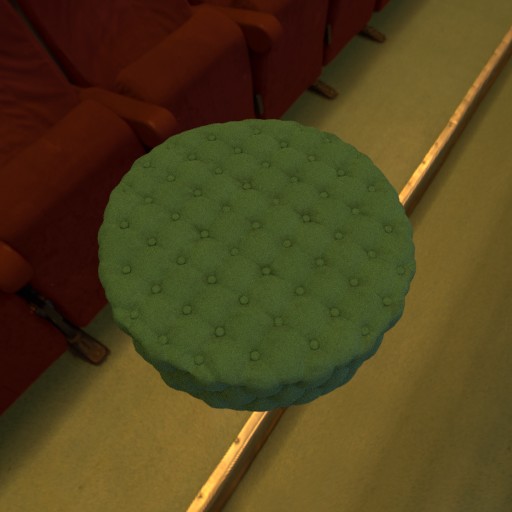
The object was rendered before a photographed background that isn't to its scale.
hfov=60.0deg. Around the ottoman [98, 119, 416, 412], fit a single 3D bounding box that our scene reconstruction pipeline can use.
[{"bbox_3d":[0.000,0.000,1.518,0.998,0.399,0.998,0,60,0],"label":"ottoman"}]
